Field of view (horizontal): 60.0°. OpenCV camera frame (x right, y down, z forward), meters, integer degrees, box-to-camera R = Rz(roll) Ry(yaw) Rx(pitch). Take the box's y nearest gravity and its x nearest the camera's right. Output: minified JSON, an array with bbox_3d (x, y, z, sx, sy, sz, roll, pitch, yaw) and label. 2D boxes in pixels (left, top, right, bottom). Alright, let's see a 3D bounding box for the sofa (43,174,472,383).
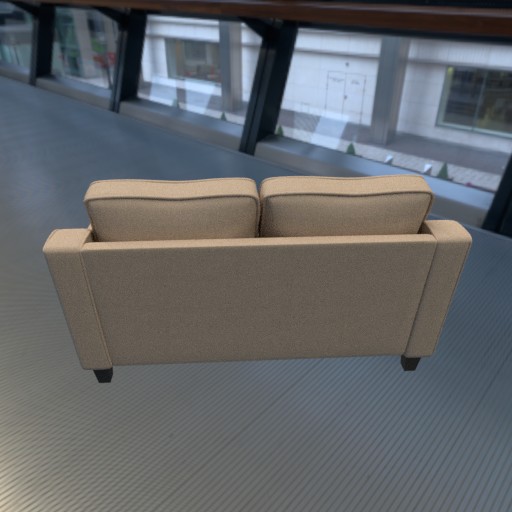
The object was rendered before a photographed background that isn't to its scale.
[{"bbox_3d":[0.000,0.000,3.454,2.587,1.562,1.351,-2,31,-3],"label":"sofa"}]
